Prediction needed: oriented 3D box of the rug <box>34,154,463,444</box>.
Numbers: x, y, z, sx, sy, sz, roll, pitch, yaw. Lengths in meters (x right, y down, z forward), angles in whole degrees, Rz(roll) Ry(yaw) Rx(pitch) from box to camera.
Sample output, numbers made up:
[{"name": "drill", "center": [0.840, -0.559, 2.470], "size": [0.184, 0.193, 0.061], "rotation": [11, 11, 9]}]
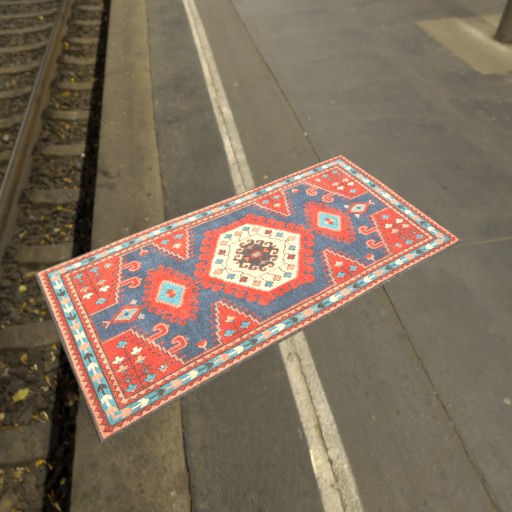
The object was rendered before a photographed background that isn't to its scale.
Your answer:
[{"name": "rug", "center": [0.000, 0.000, 3.481], "size": [3.032, 0.034, 1.522], "rotation": [-25, 51, -22]}]
